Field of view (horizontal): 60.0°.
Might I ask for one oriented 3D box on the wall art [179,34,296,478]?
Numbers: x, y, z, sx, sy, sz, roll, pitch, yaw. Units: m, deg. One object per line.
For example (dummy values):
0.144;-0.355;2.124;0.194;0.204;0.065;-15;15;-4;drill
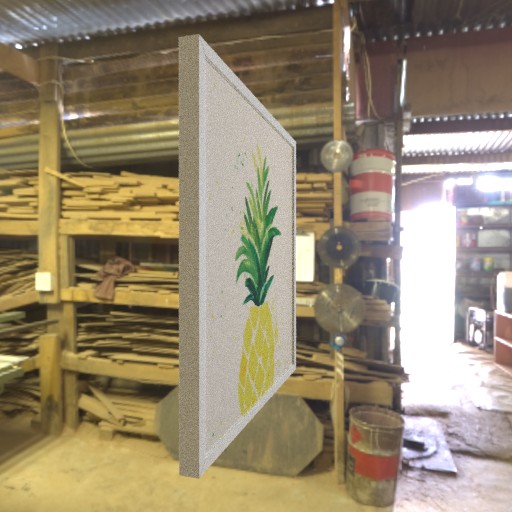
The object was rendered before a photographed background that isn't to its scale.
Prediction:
0.000;0.000;1.128;0.038;0.761;0.763;0;0;18;wall art
